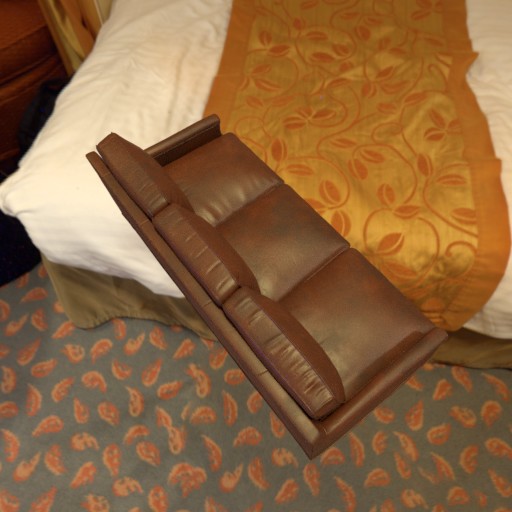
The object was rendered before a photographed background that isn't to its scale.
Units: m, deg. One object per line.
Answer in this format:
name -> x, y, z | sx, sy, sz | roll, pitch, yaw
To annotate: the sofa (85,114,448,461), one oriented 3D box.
sofa -> 0.000, 0.000, 2.803 | 1.084, 1.003, 2.240 | -33, 64, -19
